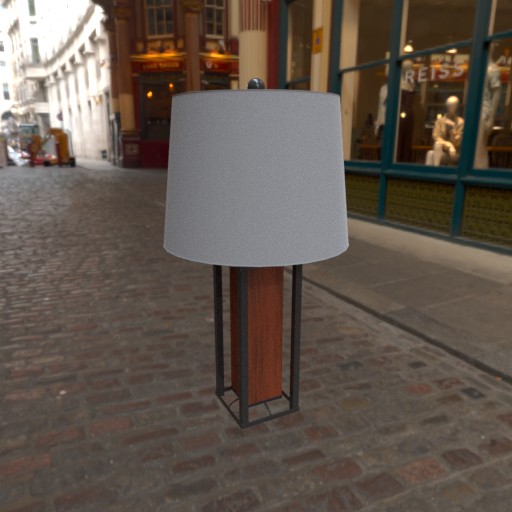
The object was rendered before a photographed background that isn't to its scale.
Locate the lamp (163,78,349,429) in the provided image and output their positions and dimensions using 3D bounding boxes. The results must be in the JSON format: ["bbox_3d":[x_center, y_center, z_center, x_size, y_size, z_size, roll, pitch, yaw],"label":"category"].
[{"bbox_3d":[0.000,0.000,0.787,0.320,0.591,0.320,0,15,0],"label":"lamp"}]
